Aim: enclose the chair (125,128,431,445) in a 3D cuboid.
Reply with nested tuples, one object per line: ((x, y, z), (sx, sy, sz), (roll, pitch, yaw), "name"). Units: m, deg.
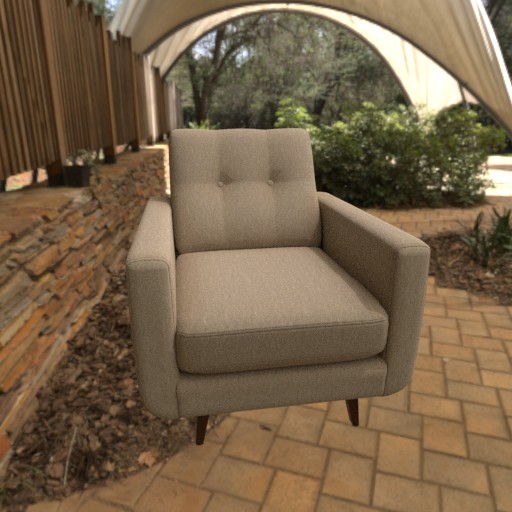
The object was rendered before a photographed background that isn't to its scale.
((0.000, 0.000, 1.791), (0.897, 0.965, 1.128), (-3, 18, -9), "chair")
